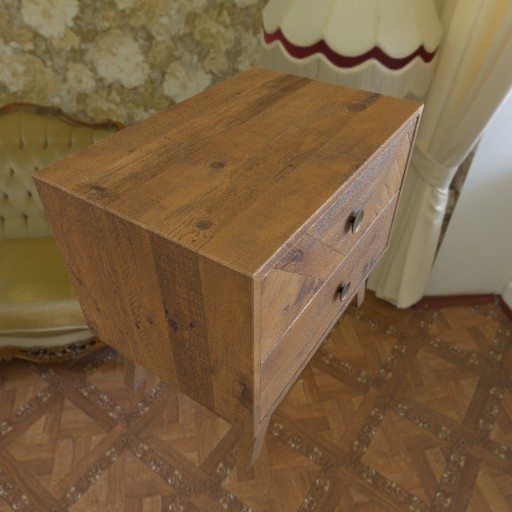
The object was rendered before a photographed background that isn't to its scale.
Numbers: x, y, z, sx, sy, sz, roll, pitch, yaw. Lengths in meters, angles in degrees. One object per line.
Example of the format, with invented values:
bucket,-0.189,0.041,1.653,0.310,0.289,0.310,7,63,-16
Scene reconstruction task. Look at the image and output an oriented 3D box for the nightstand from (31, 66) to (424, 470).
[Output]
nightstand,0.000,0.000,1.025,0.450,0.599,0.650,24,46,25
